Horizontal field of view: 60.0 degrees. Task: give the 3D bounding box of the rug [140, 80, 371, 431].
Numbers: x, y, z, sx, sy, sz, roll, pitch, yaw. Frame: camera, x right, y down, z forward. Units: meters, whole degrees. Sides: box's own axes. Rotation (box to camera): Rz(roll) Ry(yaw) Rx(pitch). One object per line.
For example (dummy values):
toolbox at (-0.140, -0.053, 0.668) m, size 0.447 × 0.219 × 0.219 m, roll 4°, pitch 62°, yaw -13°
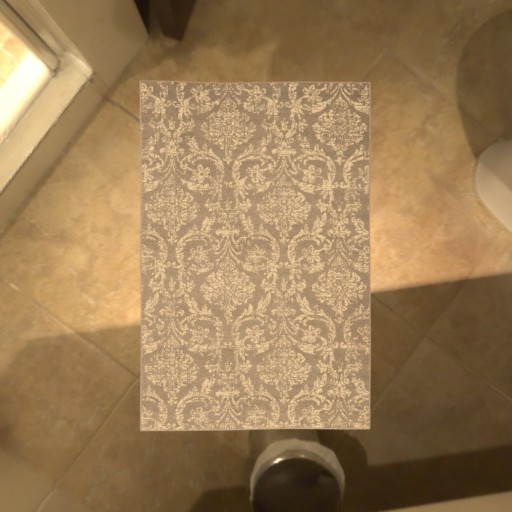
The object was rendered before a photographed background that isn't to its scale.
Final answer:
rug at (0.000, 0.000, 3.488) m, size 1.819 × 0.018 × 2.746 m, roll 0°, pitch 90°, yaw -1°
